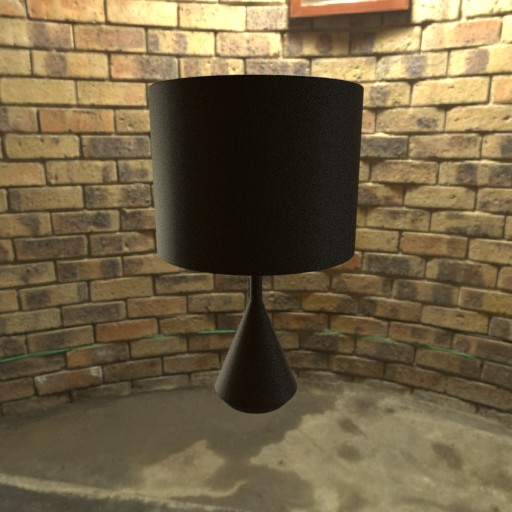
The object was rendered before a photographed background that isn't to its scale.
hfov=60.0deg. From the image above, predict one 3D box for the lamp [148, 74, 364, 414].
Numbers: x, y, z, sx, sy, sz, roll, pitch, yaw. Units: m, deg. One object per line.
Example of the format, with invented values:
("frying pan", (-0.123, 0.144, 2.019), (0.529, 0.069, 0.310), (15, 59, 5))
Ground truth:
("lamp", (0.000, 0.000, 0.828), (0.359, 0.584, 0.359), (-7, 16, -26))
